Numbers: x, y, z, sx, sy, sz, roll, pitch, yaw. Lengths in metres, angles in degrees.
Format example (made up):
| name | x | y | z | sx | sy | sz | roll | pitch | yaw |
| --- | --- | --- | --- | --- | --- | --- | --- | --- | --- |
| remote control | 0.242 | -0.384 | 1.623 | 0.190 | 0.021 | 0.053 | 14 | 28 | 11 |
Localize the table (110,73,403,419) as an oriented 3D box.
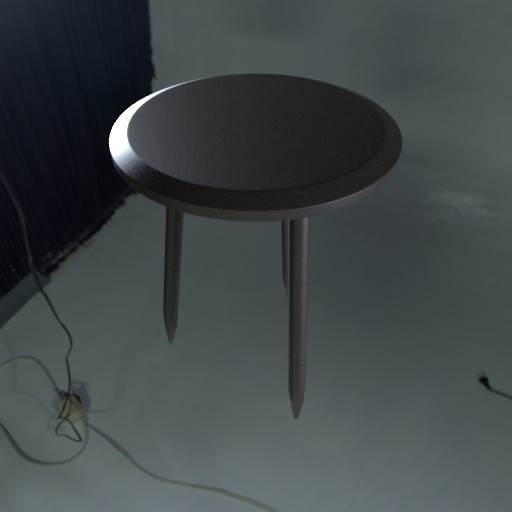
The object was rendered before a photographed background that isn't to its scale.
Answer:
| name | x | y | z | sx | sy | sz | roll | pitch | yaw |
| --- | --- | --- | --- | --- | --- | --- | --- | --- | --- |
| table | 0.000 | 0.000 | 0.902 | 0.457 | 0.585 | 0.457 | 0 | 42 | 0 |
